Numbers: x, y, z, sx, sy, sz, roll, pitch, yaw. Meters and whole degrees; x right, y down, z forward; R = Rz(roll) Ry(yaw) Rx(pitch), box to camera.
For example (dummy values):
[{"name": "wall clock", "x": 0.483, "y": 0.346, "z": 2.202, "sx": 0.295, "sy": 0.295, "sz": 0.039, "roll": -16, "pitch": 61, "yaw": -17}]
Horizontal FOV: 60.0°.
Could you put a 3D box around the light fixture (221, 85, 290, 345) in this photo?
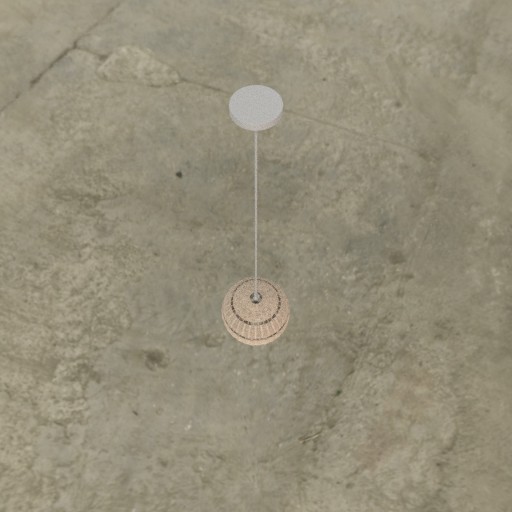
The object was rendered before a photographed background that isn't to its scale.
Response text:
[{"name": "light fixture", "x": 0.000, "y": 0.000, "z": 2.262, "sx": 0.457, "sy": 2.019, "sz": 0.457, "roll": -32, "pitch": 67, "yaw": -16}]
